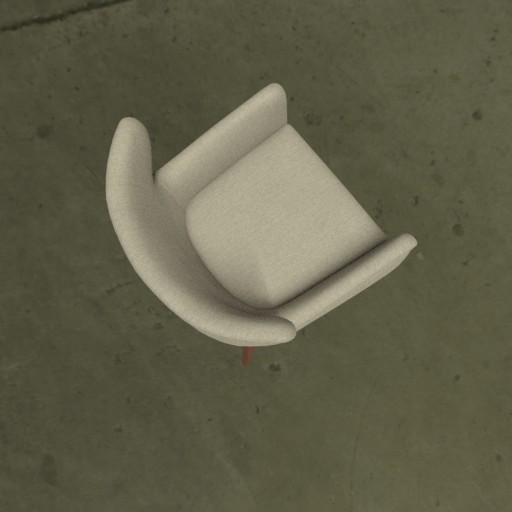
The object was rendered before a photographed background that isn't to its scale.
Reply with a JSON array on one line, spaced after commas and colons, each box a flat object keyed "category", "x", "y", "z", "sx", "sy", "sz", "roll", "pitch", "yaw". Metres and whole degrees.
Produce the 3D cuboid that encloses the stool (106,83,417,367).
[{"category": "stool", "x": 0.000, "y": 0.000, "z": 1.367, "sx": 0.575, "sy": 1.047, "sz": 0.575, "roll": -35, "pitch": 77, "yaw": -9}]
